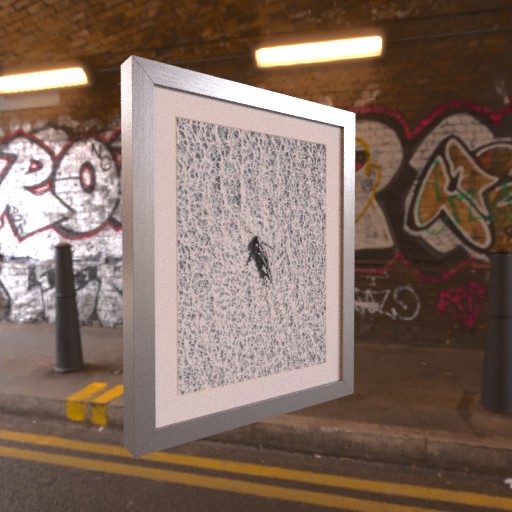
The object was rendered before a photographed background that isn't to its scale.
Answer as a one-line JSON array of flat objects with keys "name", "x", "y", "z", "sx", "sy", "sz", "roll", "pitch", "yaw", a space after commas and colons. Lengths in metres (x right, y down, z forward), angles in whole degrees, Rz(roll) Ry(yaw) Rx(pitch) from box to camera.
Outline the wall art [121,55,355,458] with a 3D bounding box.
[{"name": "wall art", "x": 0.000, "y": 0.000, "z": 0.519, "sx": 0.308, "sy": 0.379, "sz": 0.030, "roll": -1, "pitch": 2, "yaw": -36}]
